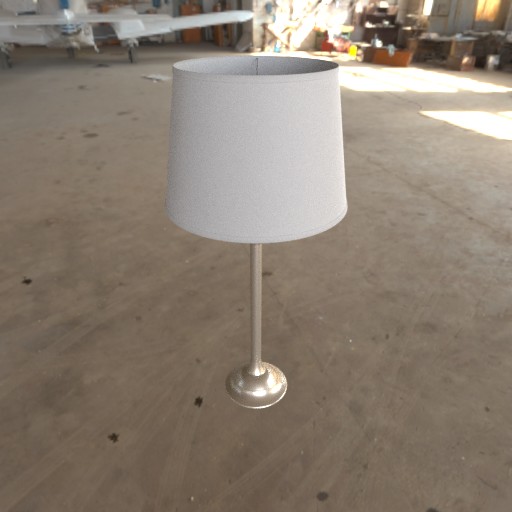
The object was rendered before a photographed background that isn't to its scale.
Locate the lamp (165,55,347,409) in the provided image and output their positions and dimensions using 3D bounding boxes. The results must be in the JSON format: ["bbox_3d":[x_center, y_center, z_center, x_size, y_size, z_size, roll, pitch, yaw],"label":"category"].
[{"bbox_3d":[0.000,0.000,0.873,0.331,0.698,0.331,0,30,0],"label":"lamp"}]
